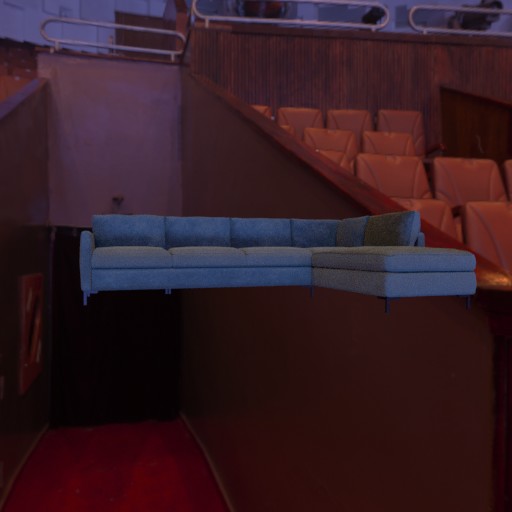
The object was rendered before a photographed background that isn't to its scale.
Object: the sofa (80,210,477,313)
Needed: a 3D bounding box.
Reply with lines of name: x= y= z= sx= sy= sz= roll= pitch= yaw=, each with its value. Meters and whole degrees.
sofa: x=0.000 y=0.000 z=3.290 sx=2.486 sy=0.687 sz=1.707 roll=0 pitch=1 yaw=-19
